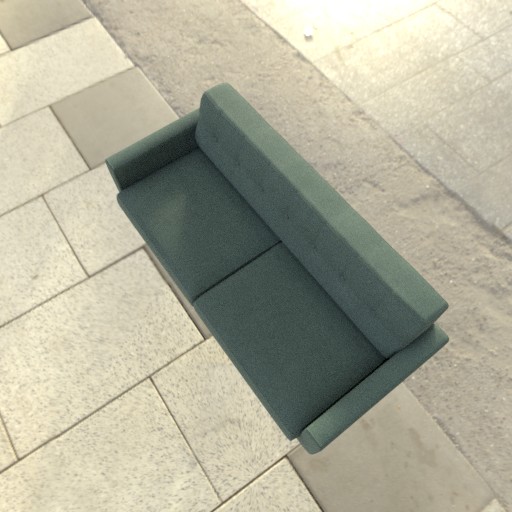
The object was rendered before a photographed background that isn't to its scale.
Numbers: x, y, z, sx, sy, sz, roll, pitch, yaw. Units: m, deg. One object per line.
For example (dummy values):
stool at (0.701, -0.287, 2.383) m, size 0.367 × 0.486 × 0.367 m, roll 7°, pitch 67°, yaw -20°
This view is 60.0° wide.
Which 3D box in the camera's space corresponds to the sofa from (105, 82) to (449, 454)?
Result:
sofa at (0.000, 0.000, 2.572) m, size 0.909 × 0.841 × 2.029 m, roll -34°, pitch 68°, yaw -16°
